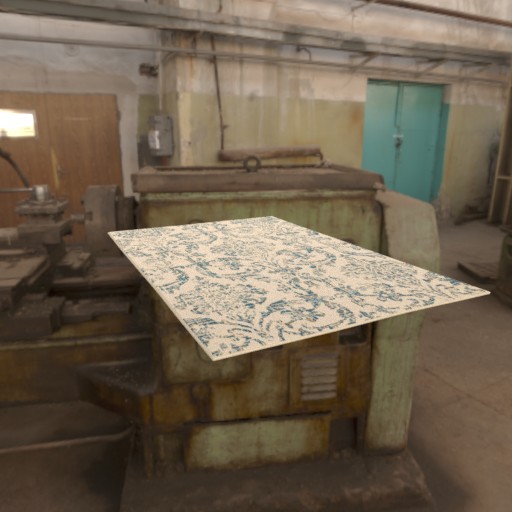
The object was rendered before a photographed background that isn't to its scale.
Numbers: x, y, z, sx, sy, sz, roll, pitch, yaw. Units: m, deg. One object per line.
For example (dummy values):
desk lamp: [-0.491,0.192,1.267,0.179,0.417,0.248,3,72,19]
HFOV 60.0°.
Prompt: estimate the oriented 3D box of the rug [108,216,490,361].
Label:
rug: [0.000,0.000,2.324,1.213,0.012,1.831,-8,18,-26]
